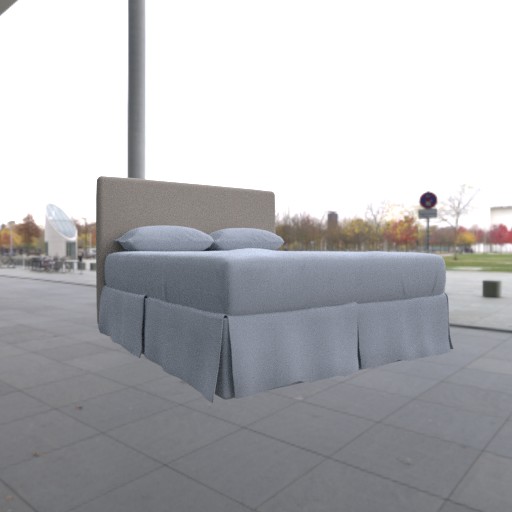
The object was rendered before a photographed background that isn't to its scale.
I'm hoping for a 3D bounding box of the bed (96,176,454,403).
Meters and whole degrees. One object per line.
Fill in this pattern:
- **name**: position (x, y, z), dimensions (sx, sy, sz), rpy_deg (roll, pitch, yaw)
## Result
- **bed**: position (0.000, 0.000, 3.347), dimensions (1.884, 1.330, 2.142), rpy_deg (-1, 1, -34)
